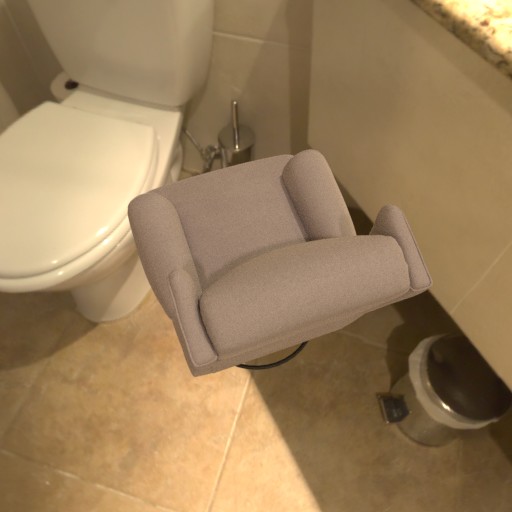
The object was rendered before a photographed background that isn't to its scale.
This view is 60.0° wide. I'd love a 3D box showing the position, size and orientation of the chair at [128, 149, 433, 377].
[{"bbox_3d":[0.000,0.000,1.708,0.847,1.011,0.969,-17,60,-10],"label":"chair"}]
